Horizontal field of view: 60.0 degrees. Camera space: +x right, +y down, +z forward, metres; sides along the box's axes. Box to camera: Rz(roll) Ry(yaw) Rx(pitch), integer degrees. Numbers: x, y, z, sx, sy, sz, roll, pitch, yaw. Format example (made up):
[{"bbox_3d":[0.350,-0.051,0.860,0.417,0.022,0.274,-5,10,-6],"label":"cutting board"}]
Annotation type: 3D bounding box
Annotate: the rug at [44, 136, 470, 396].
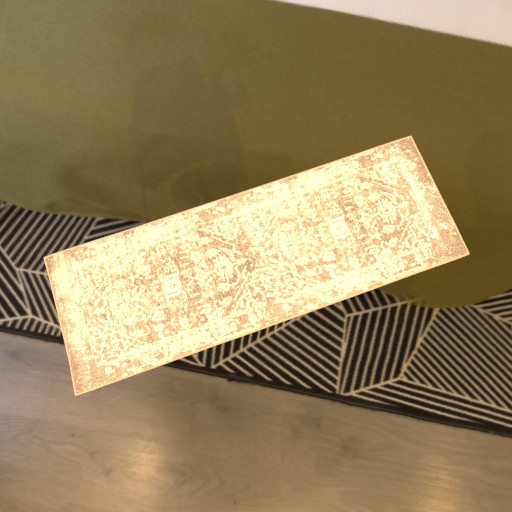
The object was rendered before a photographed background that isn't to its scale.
[{"bbox_3d":[0.000,0.000,2.684,2.452,0.017,0.855,-19,76,-5],"label":"rug"}]
